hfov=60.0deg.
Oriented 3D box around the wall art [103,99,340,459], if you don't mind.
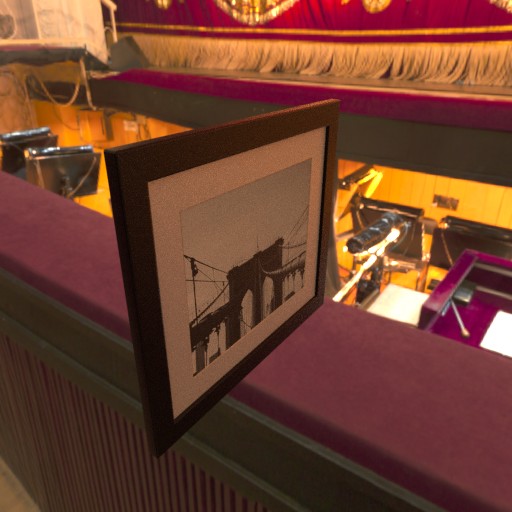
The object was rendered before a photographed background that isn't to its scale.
[{"bbox_3d":[0.000,0.000,0.744,0.018,0.450,0.521,17,31,31],"label":"wall art"}]
